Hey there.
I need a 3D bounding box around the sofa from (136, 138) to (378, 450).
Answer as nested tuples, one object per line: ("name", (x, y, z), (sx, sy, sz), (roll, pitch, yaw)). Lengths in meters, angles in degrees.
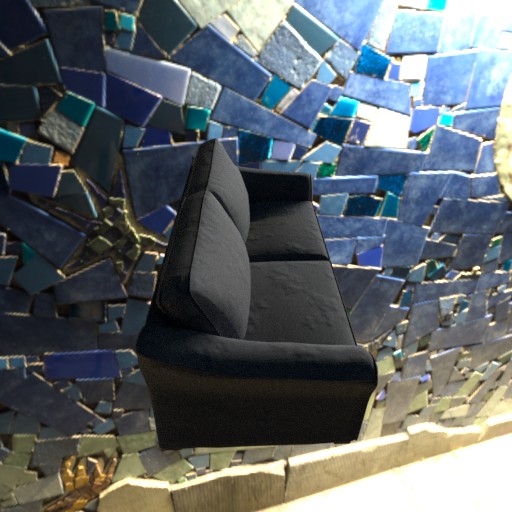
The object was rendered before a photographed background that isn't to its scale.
("sofa", (0.000, 0.000, 2.752), (0.971, 0.950, 2.270), (-1, 32, -1))
